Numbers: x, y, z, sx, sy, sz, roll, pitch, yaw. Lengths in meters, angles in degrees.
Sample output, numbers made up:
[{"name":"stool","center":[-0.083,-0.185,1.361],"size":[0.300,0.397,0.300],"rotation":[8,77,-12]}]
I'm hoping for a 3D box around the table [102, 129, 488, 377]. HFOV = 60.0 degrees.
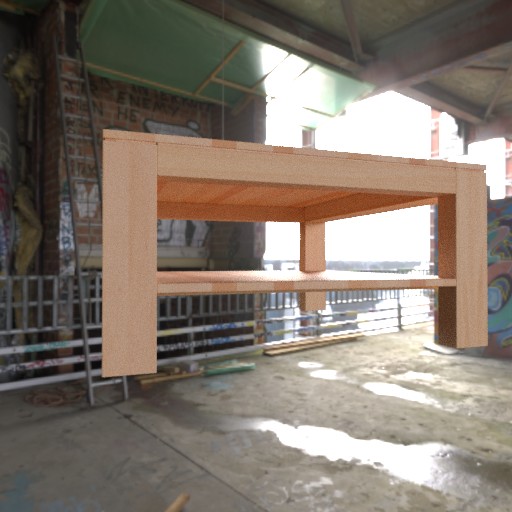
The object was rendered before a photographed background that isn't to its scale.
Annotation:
[{"name":"table","center":[0.000,0.000,1.374],"size":[0.900,0.450,0.900],"rotation":[0,-1,-19]}]
